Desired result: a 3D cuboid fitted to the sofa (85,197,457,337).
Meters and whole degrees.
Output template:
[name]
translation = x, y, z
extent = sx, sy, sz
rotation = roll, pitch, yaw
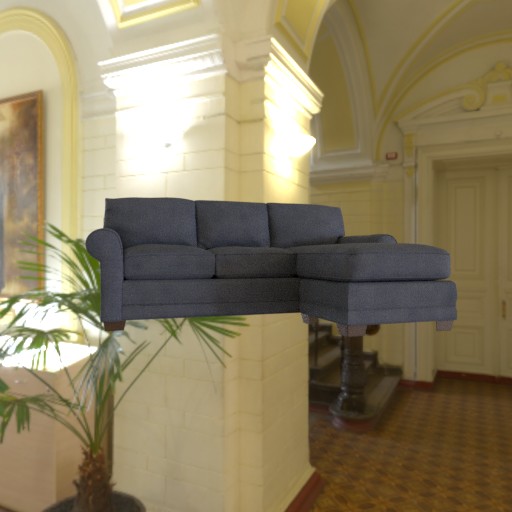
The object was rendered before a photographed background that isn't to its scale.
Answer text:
[sofa]
translation = 0.000, 0.000, 3.571
extent = 2.567, 1.063, 1.780
rotation = 0, 0, -19
